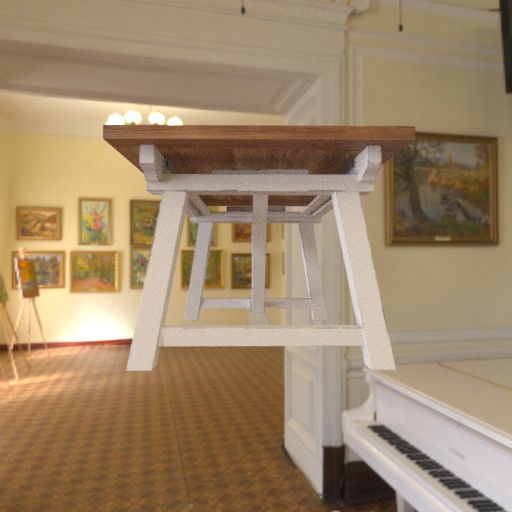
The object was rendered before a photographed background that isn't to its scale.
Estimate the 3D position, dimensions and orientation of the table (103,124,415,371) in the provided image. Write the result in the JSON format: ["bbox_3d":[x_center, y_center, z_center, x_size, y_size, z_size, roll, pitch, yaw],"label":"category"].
[{"bbox_3d":[0.000,0.000,2.052,0.922,0.743,1.503,0,-1,-1],"label":"table"}]
